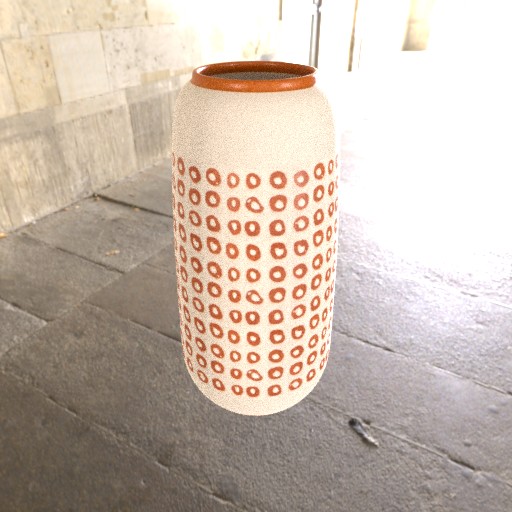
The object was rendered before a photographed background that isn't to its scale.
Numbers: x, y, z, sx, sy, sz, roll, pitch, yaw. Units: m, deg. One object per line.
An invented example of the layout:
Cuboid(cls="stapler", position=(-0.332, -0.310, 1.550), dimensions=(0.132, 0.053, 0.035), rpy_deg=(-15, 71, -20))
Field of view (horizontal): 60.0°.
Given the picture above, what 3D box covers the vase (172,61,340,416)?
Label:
Cuboid(cls="vase", position=(0.000, 0.000, 0.359), dimensions=(0.133, 0.282, 0.133), rpy_deg=(0, 31, 0))
